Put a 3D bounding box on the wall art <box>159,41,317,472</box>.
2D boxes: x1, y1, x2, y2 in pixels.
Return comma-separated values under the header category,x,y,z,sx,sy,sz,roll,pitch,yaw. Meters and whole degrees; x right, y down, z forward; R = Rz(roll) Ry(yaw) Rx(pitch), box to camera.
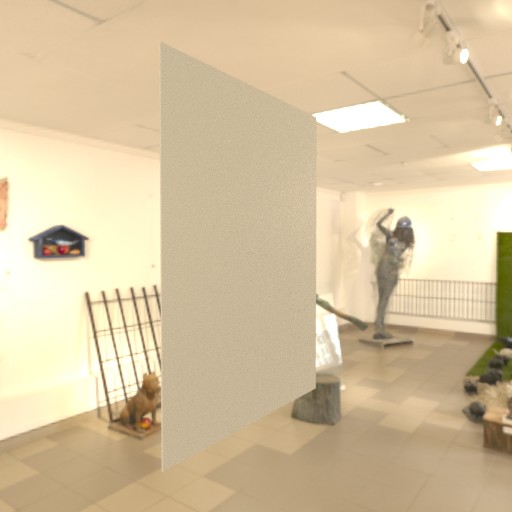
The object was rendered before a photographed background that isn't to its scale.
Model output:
category,x,y,z,sx,sy,sz,roll,pitch,yaw
wall art,0.000,0.000,0.813,0.003,0.609,0.457,1,2,36
